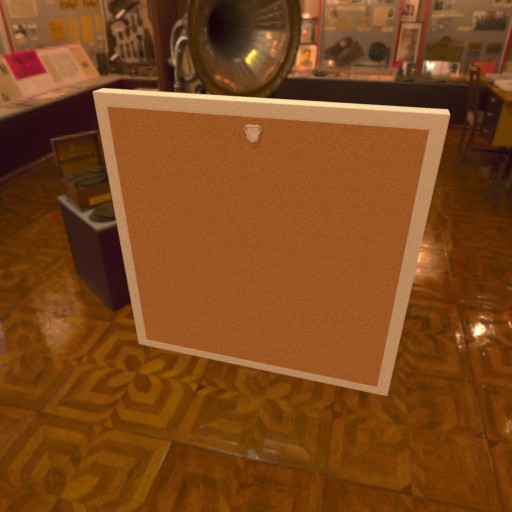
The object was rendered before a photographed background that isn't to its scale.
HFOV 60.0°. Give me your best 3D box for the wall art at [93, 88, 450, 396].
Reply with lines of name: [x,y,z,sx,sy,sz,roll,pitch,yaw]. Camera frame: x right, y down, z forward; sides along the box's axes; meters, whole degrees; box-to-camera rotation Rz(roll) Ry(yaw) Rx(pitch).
wall art: [0.000,0.000,1.124,0.761,0.762,0.050,8,32,14]
